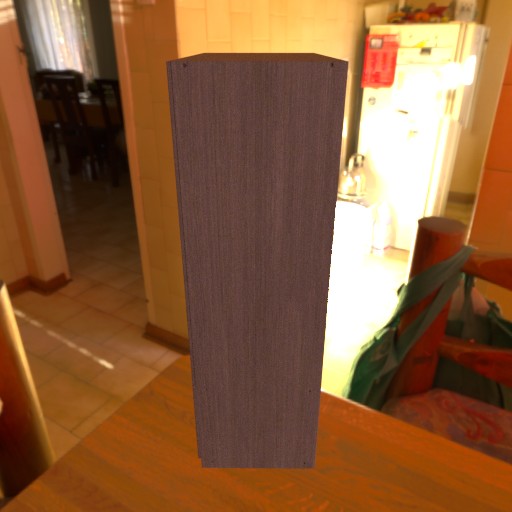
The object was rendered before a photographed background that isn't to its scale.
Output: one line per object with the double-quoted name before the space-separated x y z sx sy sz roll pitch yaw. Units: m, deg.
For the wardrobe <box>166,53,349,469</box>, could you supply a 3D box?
"wardrobe" 0.000 0.000 2.197 0.577 1.808 0.991 0 26 1
